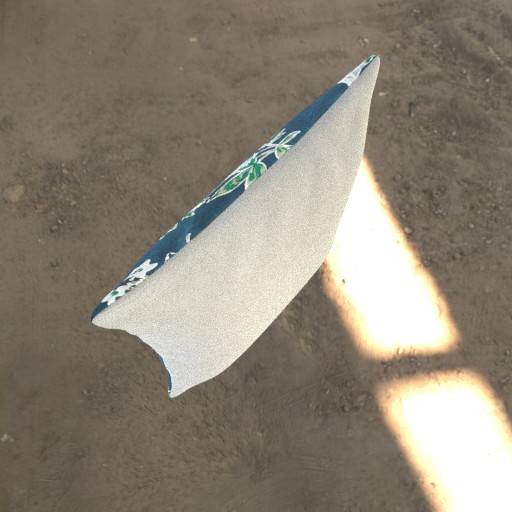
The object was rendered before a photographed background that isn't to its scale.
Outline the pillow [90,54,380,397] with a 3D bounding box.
[{"bbox_3d":[0.000,0.000,0.767,0.166,0.508,0.525,38,69,17],"label":"pillow"}]
